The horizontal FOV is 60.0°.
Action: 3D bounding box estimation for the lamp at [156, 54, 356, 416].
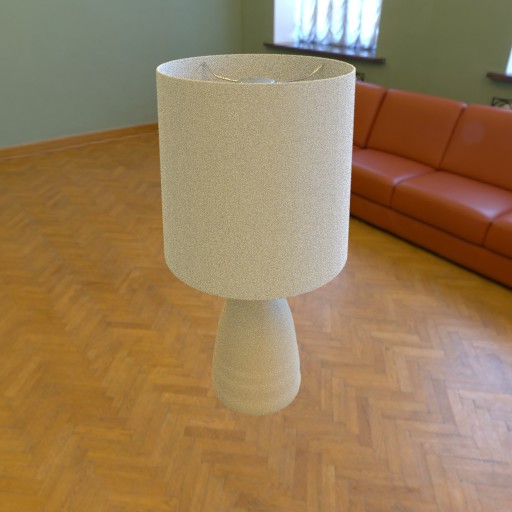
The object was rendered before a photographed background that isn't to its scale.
[{"bbox_3d":[0.000,0.000,0.465,0.186,0.369,0.186,0,31,0],"label":"lamp"}]
